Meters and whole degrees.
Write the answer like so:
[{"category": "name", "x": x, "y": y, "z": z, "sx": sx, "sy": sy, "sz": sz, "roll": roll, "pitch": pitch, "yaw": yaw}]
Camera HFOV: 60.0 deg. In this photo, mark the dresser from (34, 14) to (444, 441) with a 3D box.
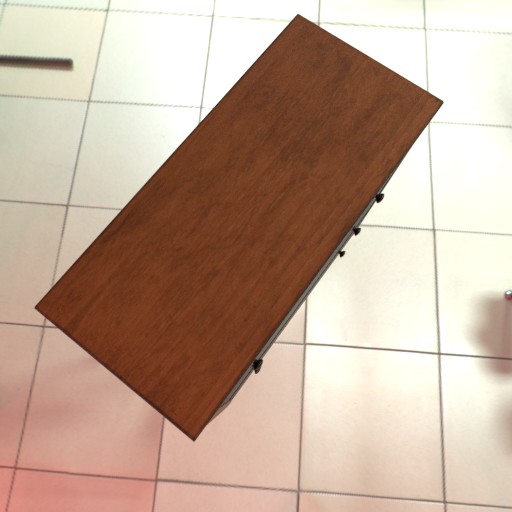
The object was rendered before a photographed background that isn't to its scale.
[{"category": "dresser", "x": 0.000, "y": 0.000, "z": 1.890, "sx": 0.591, "sy": 1.224, "sz": 1.250, "roll": 36, "pitch": 77, "yaw": 9}]
